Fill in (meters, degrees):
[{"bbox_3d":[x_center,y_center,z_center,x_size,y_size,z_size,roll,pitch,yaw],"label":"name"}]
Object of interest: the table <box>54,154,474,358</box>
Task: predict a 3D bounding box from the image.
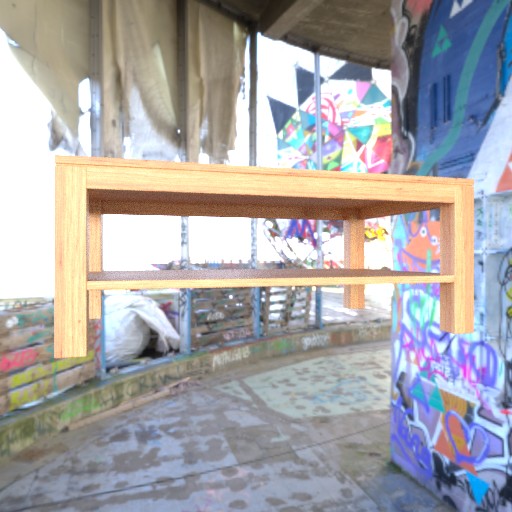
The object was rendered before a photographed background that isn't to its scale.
[{"bbox_3d":[0.000,0.000,1.486,1.146,0.457,0.695,0,0,-16],"label":"table"}]
